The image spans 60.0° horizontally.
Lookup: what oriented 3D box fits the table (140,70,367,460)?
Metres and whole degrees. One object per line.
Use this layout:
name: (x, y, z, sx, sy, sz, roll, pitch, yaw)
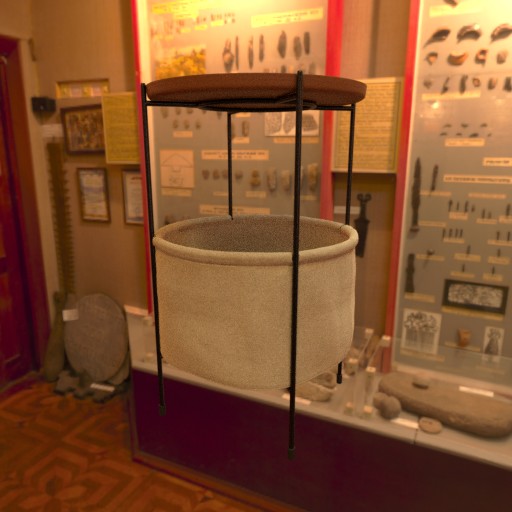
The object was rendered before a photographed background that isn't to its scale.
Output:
table: (0.000, 0.000, 0.871, 0.393, 0.623, 0.393, 7, 16, 26)
